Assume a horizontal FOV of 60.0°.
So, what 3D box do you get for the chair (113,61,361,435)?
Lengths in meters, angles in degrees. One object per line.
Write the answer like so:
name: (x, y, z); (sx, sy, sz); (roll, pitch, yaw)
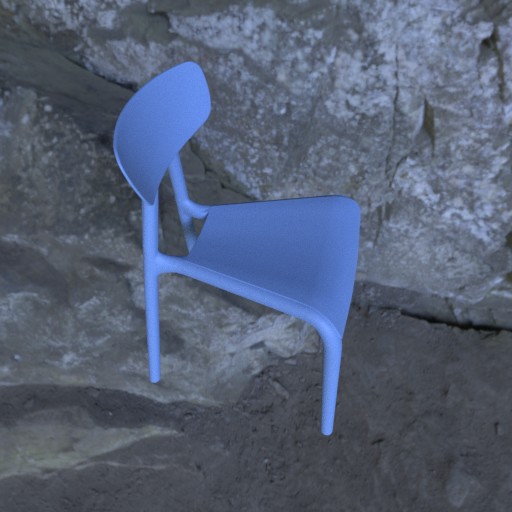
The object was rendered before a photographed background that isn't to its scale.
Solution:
chair: (0.000, 0.000, 0.816); (0.401, 0.580, 0.356); (11, 49, 10)
